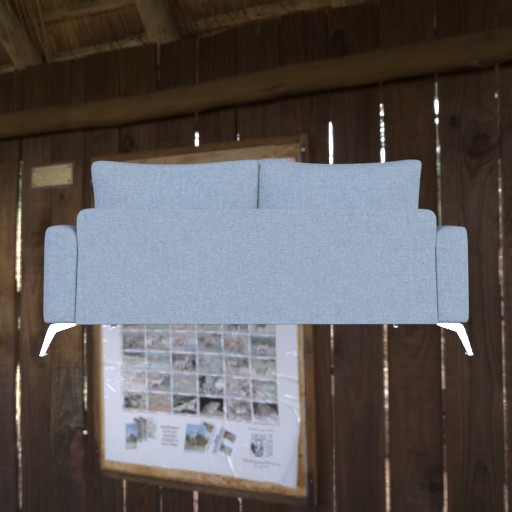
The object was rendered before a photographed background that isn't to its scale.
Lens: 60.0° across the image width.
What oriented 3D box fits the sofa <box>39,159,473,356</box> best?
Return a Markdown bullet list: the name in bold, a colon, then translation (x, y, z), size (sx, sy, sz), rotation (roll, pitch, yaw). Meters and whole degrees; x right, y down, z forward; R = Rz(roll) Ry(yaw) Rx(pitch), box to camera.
- **sofa**: translation (0.000, 0.000, 2.129), size (1.650, 0.790, 0.920), rotation (0, -2, -1)
